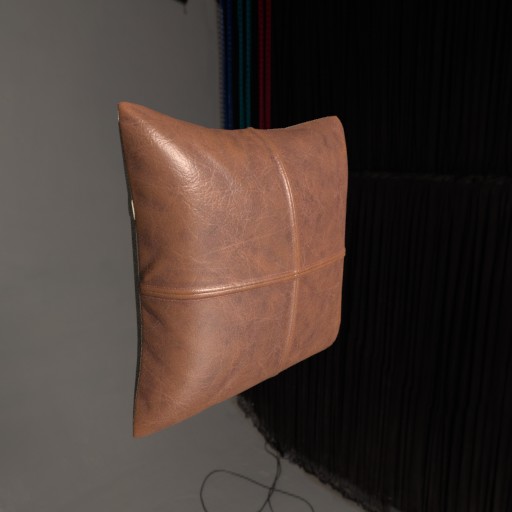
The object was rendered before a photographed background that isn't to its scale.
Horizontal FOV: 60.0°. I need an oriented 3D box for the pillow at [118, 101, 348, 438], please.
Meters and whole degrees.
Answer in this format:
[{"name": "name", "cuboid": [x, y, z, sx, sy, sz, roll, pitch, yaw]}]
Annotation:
[{"name": "pillow", "cuboid": [0.000, 0.000, 0.741, 0.192, 0.470, 0.484, 13, 19, 43]}]
